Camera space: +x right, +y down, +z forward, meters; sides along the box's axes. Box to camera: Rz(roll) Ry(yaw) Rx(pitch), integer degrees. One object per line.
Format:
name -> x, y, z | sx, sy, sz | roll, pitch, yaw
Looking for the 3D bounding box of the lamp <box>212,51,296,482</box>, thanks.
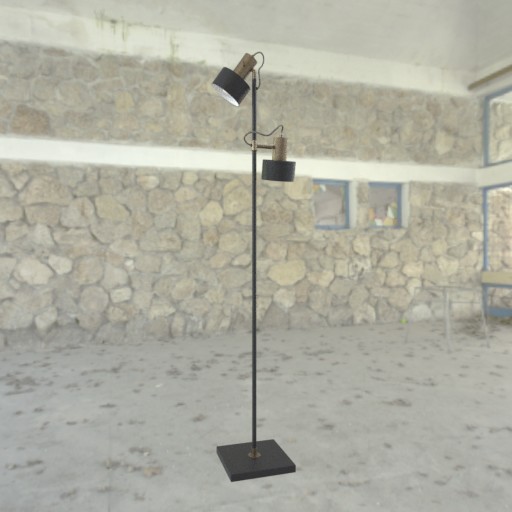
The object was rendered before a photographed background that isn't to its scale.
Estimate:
lamp -> 0.000, 0.000, 1.622 | 0.315, 1.505, 0.233 | 0, 0, -17
